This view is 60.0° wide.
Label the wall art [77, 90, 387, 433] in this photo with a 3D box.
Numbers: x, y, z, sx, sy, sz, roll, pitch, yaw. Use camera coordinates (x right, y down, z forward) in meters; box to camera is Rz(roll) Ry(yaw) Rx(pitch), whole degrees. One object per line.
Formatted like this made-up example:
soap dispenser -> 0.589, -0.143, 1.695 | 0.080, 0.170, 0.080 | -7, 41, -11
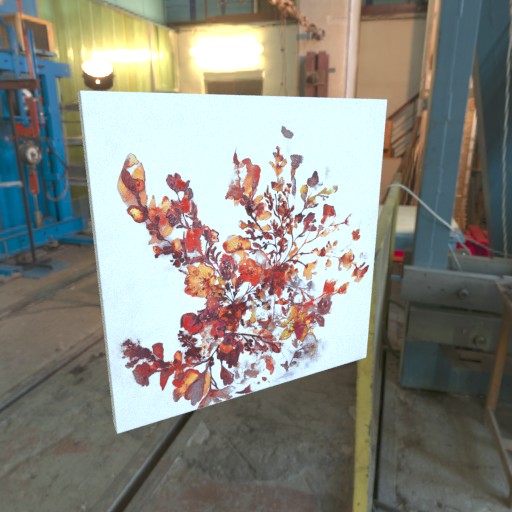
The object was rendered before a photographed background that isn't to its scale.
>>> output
wall art -> 0.000, 0.000, 1.114 | 0.757, 0.757, 0.037 | -9, 19, -27
